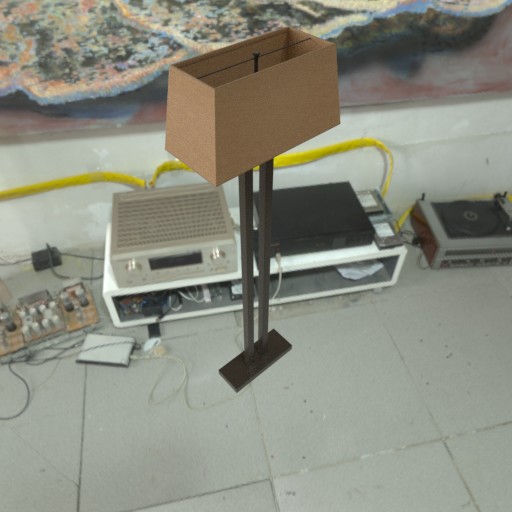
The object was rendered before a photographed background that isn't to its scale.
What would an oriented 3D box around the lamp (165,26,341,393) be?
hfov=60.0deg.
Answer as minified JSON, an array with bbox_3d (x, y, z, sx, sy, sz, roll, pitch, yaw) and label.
[{"bbox_3d":[0.000,0.000,1.642,0.475,1.469,0.233,-32,54,-28],"label":"lamp"}]
